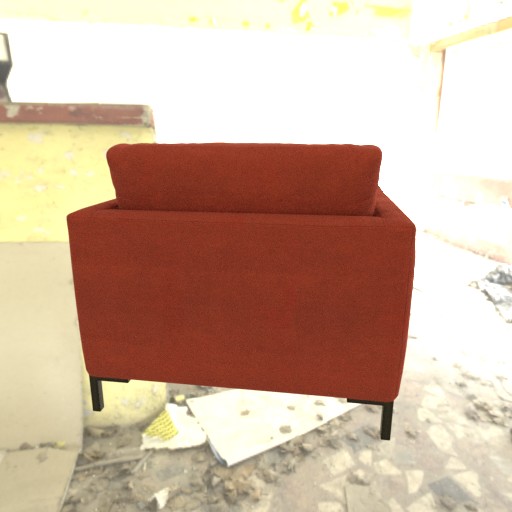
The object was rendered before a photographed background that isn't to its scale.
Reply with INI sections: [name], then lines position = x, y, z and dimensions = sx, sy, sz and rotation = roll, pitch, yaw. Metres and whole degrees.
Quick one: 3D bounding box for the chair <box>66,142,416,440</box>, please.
[chair]
position = 0.000, 0.000, 1.614
dimensions = 0.964, 0.812, 0.875
rotation = 2, 16, 9
